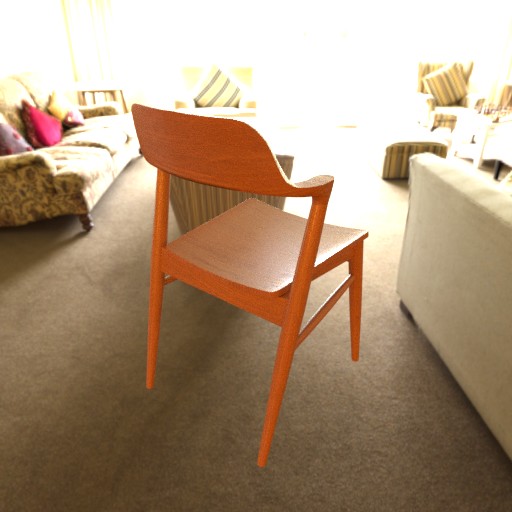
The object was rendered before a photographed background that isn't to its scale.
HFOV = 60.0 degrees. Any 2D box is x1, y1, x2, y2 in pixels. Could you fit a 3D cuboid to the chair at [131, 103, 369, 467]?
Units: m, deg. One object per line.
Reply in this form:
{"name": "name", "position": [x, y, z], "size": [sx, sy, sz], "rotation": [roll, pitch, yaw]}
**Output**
{"name": "chair", "position": [0.000, 0.000, 1.163], "size": [0.496, 0.801, 0.499], "rotation": [20, 34, 33]}
